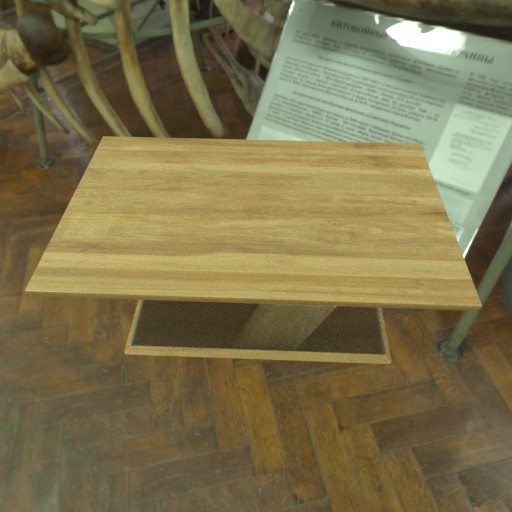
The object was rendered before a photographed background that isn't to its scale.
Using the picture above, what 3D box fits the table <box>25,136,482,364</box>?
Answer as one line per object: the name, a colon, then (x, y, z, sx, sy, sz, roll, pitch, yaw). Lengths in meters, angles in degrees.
table: (0.000, 0.000, 1.461, 1.100, 0.441, 0.692, 2, 47, 2)
